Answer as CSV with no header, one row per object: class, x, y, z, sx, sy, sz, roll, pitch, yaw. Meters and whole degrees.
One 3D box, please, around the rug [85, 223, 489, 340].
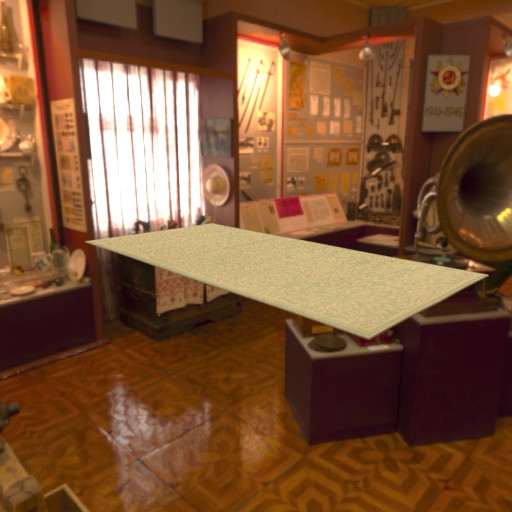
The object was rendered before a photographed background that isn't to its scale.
rug,0.000,0.000,1.440,0.604,0.007,1.219,-13,19,-43
